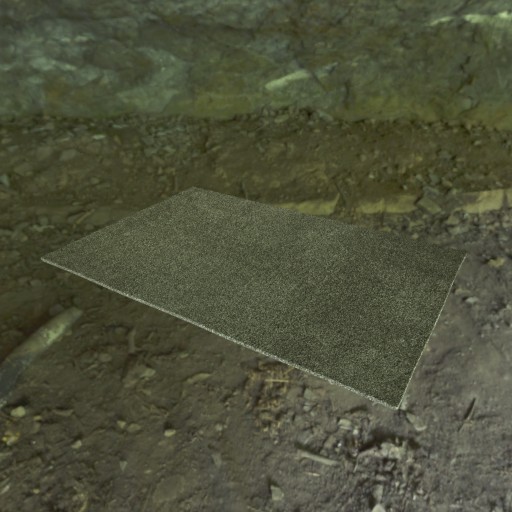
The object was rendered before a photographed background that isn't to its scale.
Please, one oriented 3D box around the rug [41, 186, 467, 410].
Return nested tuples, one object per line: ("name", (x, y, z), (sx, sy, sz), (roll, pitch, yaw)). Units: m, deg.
("rug", (0.000, 0.000, 3.367), (2.699, 0.026, 1.802), (17, 33, 28))
